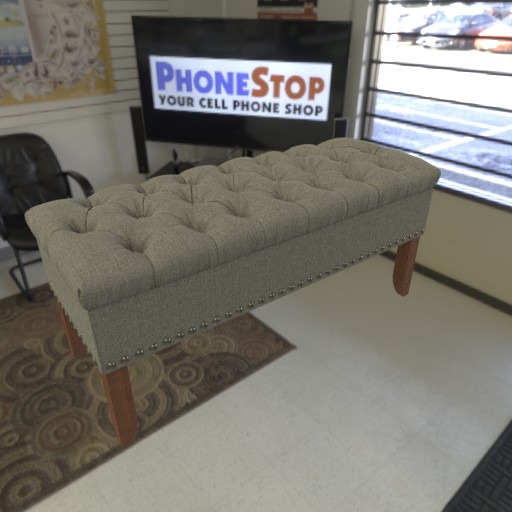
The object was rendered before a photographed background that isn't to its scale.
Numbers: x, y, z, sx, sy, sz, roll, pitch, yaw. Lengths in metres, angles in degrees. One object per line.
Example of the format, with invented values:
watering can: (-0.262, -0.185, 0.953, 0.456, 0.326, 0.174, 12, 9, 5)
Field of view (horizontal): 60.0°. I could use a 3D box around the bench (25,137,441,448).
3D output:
bench: (0.000, 0.000, 1.261, 1.052, 0.470, 0.417, -20, 35, -31)
